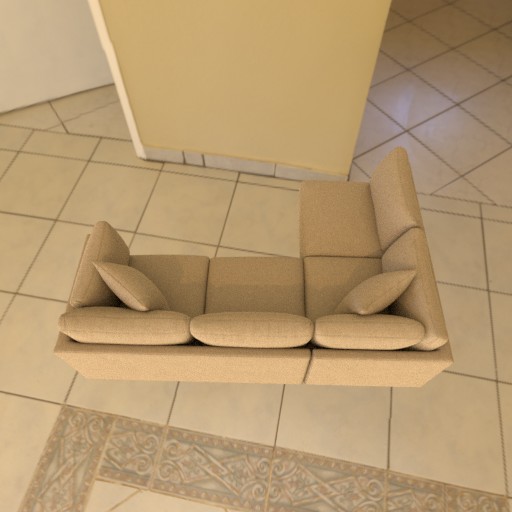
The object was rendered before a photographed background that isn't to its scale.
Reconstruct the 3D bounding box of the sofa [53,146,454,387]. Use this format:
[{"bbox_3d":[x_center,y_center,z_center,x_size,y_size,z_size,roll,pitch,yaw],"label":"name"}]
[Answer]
[{"bbox_3d":[0.000,0.000,3.882,2.896,0.978,1.994,1,57,1],"label":"sofa"}]
